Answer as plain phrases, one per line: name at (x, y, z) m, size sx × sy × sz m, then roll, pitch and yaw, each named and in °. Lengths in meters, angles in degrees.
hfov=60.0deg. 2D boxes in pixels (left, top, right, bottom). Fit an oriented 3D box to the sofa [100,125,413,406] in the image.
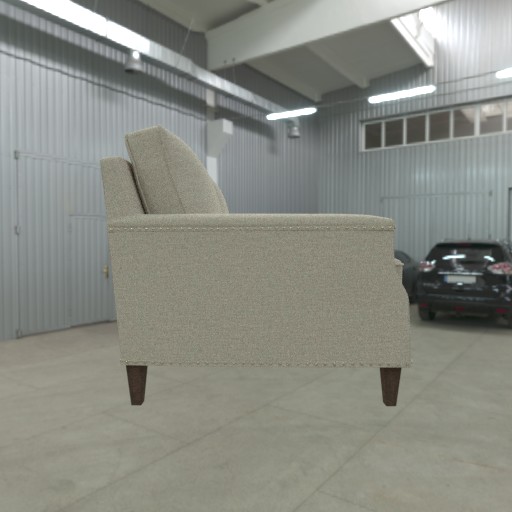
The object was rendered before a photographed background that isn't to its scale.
sofa at (0.000, 0.000, 2.261) m, size 1.084 × 1.003 × 1.597 m, roll 0°, pitch 2°, yaw 1°
